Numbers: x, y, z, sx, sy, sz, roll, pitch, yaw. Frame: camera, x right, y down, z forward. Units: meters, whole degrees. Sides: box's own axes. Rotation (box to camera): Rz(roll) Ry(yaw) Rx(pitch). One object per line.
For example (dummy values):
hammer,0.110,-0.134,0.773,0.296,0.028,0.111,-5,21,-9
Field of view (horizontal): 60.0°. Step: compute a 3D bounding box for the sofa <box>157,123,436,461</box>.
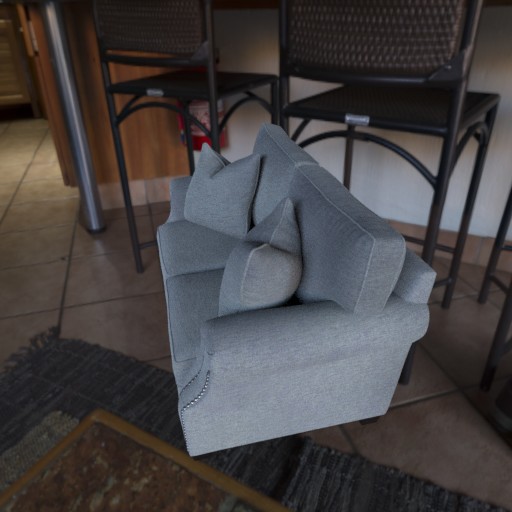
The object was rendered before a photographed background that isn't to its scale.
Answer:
sofa,0.000,0.000,2.271,0.966,0.966,1.701,-7,31,-12
